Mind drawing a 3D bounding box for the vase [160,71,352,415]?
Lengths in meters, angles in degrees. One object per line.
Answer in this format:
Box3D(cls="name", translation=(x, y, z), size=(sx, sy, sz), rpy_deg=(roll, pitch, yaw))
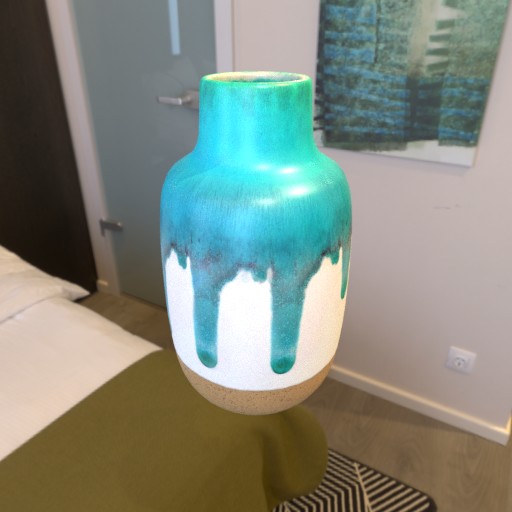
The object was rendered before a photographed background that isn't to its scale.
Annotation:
Box3D(cls="vase", translation=(0.000, 0.000, 0.254), size=(0.106, 0.192, 0.106), rpy_deg=(0, 28, 0))
